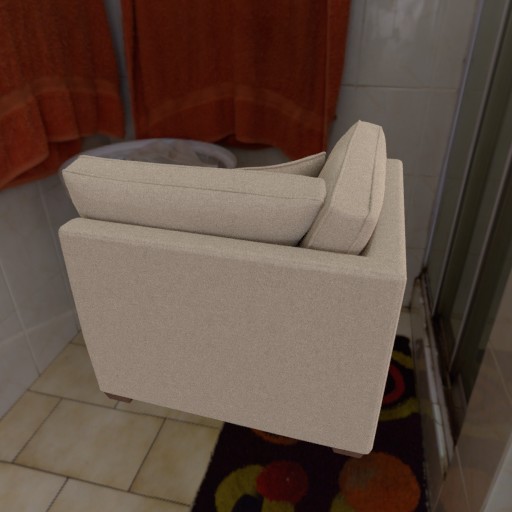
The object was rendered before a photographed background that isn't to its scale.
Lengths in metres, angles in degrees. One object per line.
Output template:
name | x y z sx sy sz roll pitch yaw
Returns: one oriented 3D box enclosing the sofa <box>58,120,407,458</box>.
sofa | 0.000 0.000 1.932 1.146 1.002 1.084 8 31 13
